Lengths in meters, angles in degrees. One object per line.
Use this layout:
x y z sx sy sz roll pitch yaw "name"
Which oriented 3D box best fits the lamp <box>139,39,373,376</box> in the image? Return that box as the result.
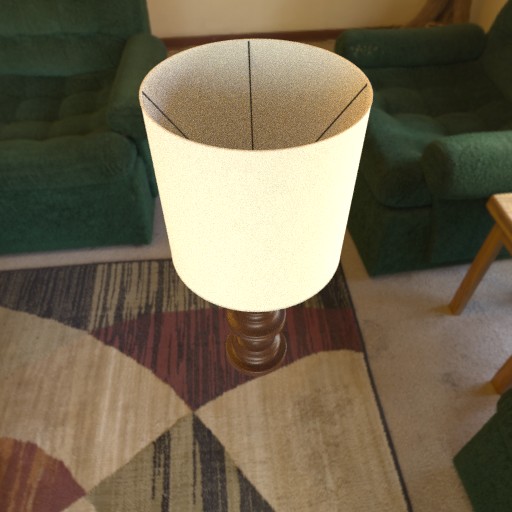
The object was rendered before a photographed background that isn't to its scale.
0.000 0.000 0.568 0.208 0.455 0.208 -18 50 -16 "lamp"
